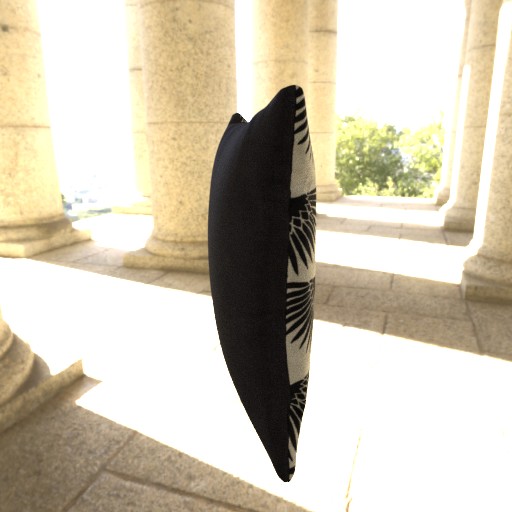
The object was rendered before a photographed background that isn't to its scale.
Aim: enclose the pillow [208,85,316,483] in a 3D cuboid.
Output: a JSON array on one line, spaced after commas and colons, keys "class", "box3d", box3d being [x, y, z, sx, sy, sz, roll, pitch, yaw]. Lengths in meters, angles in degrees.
[{"class": "pillow", "box3d": [0.000, 0.000, 0.661, 0.139, 0.432, 0.432, -2, 15, -9]}]
